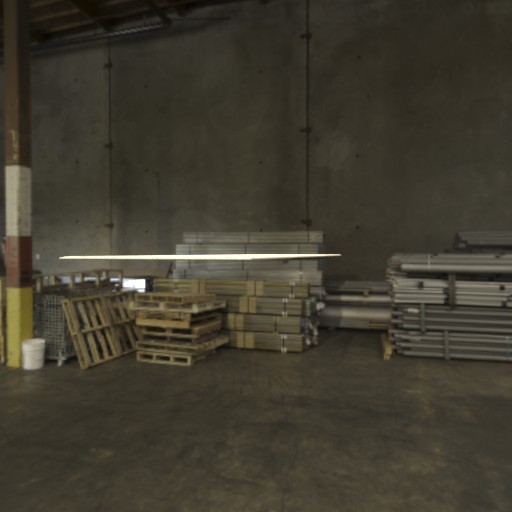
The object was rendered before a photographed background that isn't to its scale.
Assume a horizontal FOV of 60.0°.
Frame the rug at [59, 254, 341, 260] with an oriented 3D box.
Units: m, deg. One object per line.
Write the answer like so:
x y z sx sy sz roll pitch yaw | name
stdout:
0.000 0.000 2.392 0.662 0.011 2.196 0 0 17 | rug
